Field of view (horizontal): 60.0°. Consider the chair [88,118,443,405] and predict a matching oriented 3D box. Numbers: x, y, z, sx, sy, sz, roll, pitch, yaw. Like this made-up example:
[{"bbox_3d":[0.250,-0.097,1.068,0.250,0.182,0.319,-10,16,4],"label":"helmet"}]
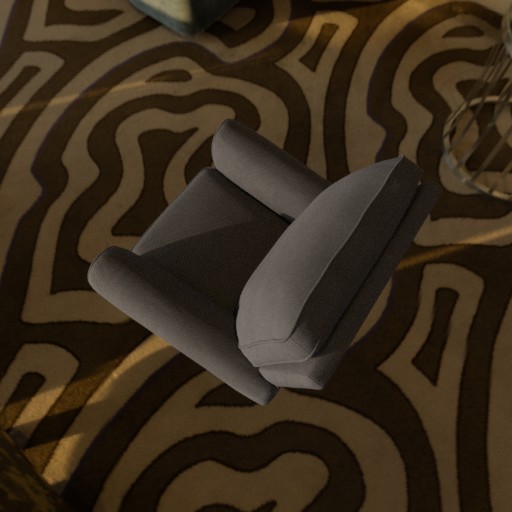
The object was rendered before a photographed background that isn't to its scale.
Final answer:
[{"bbox_3d":[0.000,0.000,1.647,0.878,0.961,0.890,32,69,14],"label":"chair"}]
